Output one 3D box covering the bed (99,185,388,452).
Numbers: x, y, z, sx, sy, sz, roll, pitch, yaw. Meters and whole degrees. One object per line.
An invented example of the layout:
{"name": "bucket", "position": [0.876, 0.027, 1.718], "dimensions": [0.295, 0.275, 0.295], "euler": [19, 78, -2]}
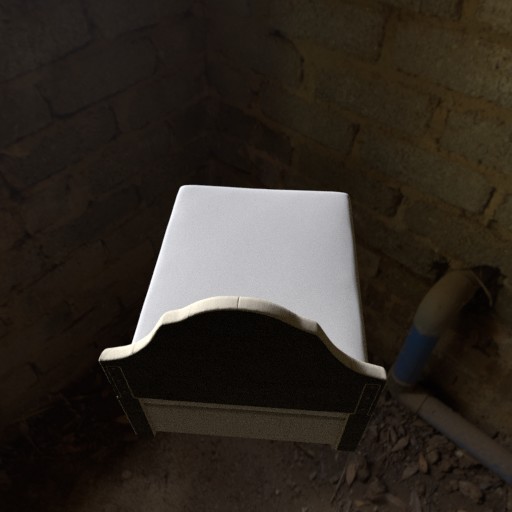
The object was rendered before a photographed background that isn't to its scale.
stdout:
{"name": "bed", "position": [0.000, 0.000, 3.201], "dimensions": [1.627, 1.575, 2.092], "euler": [3, 47, 3]}
